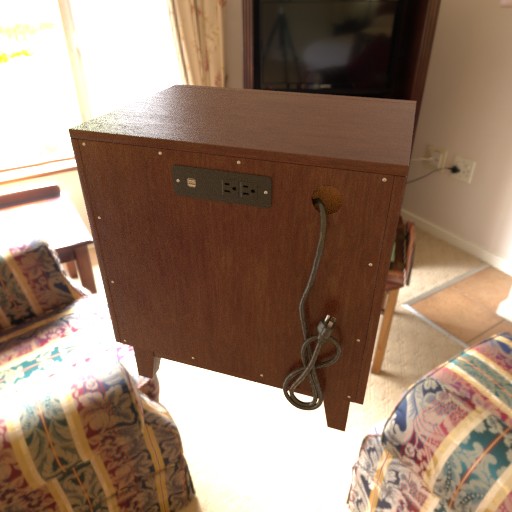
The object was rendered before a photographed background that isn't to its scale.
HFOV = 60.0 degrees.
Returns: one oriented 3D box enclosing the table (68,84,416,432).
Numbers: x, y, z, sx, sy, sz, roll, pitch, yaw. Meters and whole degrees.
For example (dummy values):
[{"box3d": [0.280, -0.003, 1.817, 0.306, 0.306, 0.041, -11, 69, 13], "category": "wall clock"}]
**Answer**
[{"box3d": [0.000, 0.000, 0.983, 0.557, 0.609, 0.449, 10, 33, 16], "category": "table"}]
